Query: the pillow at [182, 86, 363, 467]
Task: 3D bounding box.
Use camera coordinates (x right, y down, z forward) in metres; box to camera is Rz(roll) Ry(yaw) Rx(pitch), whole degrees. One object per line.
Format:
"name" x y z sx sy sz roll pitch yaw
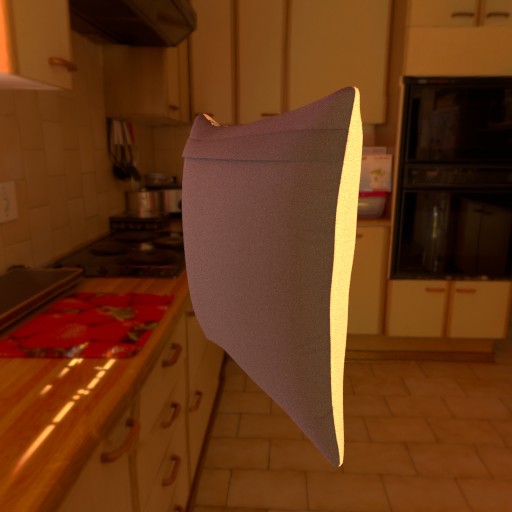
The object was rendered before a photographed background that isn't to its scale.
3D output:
"pillow" 0.000 0.000 0.622 0.173 0.406 0.405 -7 15 -26
